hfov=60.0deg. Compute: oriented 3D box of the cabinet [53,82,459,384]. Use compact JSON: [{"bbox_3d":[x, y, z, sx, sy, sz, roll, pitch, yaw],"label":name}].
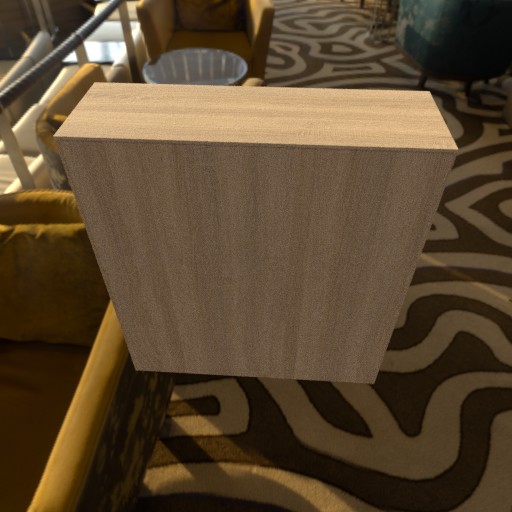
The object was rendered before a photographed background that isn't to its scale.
[{"bbox_3d":[0.000,0.000,2.981,1.870,2.060,0.620,3,44,3],"label":"cabinet"}]
